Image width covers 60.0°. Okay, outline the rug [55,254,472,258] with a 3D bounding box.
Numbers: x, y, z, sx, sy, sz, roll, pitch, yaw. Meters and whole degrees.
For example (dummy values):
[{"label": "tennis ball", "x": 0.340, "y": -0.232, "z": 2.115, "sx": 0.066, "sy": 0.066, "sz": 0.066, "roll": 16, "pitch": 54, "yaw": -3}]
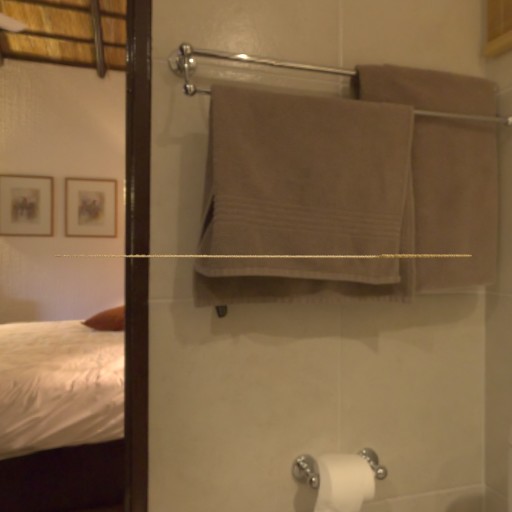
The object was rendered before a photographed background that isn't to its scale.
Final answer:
[{"label": "rug", "x": 0.000, "y": 0.000, "z": 3.030, "sx": 2.435, "sy": 0.018, "sz": 1.540, "roll": 0, "pitch": 0, "yaw": 37}]
